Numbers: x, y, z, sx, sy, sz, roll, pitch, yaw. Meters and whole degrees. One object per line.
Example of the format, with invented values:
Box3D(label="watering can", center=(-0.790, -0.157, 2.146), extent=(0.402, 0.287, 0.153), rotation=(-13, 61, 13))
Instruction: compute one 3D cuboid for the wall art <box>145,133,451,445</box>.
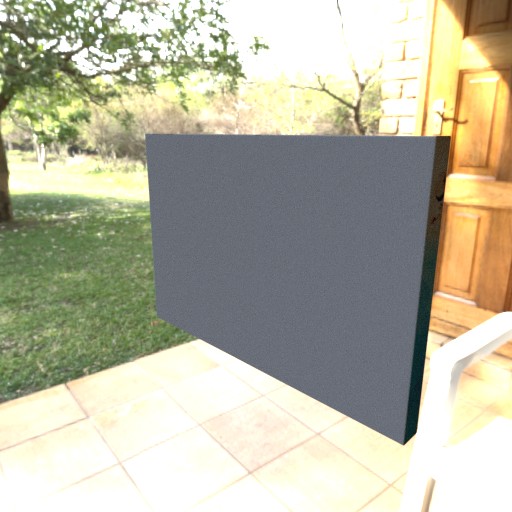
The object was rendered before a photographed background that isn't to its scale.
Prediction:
Box3D(label="wall art", center=(0.000, 0.000, 1.125), extent=(0.057, 0.595, 0.894), rotation=(-15, 22, -43))
